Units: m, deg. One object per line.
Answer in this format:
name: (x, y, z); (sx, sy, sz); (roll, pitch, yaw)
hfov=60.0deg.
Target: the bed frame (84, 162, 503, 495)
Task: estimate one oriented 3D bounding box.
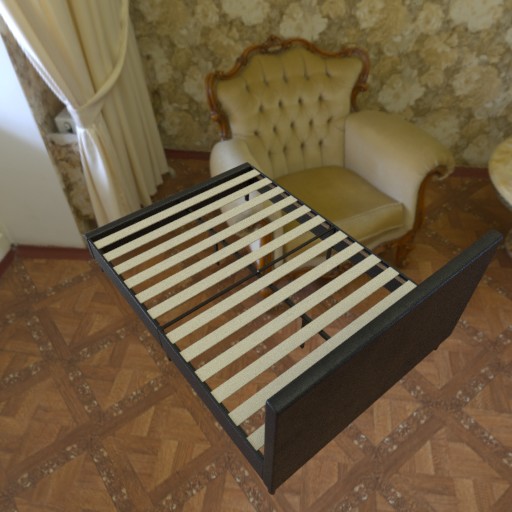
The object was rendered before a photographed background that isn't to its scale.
bed frame: (0.000, 0.000, 3.098); (1.634, 1.127, 2.318); (-30, 52, -26)
